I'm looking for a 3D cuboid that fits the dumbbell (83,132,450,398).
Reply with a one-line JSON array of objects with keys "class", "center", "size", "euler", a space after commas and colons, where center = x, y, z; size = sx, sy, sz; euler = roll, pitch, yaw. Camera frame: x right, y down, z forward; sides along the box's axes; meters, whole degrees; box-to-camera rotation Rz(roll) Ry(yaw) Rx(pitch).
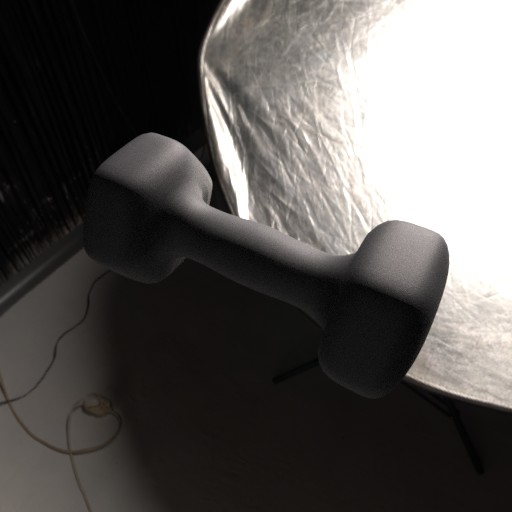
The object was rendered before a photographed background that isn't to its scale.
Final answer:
[{"class": "dumbbell", "center": [0.000, 0.000, 0.306], "size": [0.240, 0.105, 0.116], "euler": [24, 52, 20]}]
